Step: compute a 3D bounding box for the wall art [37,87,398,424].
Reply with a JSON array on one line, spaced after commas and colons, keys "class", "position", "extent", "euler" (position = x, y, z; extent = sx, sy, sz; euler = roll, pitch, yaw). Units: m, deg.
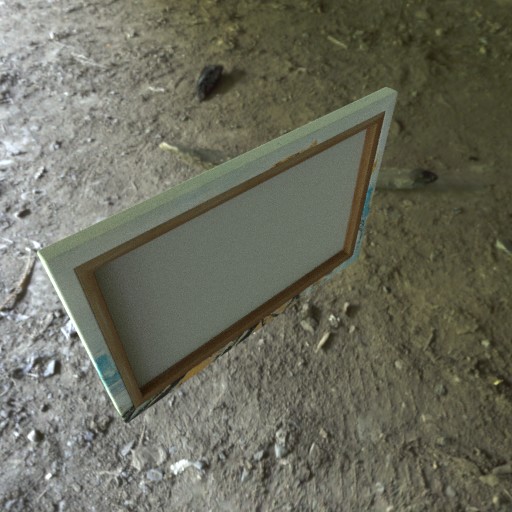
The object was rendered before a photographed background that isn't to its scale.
[{"class": "wall art", "position": [0.000, 0.000, 1.138], "extent": [0.913, 0.609, 0.038], "euler": [-32, 54, -27]}]
